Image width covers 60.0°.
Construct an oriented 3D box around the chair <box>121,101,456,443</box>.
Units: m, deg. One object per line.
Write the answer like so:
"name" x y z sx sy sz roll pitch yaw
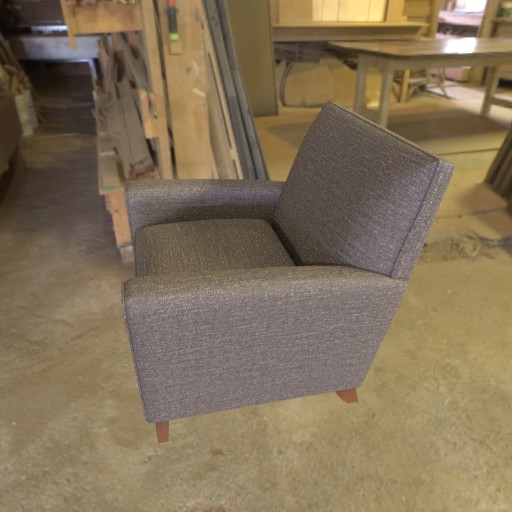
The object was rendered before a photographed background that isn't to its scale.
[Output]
"chair" 0.000 0.000 1.580 0.875 0.885 0.838 -7 31 -12
